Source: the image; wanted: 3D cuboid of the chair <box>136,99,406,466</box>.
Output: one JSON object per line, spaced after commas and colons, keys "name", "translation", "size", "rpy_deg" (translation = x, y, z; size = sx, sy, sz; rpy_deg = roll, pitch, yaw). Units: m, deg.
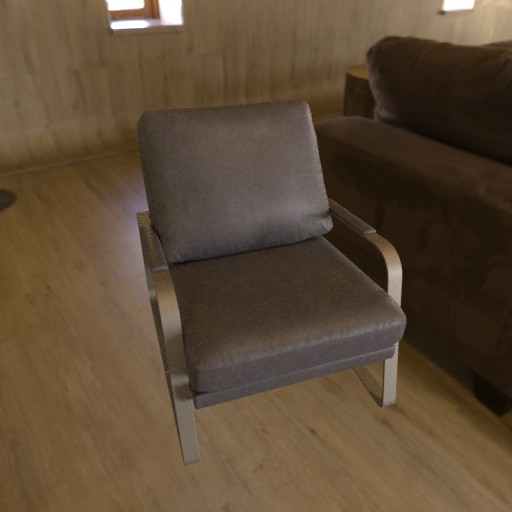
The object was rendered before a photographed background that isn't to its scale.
{"name": "chair", "translation": [0.000, 0.000, 1.456], "size": [0.692, 0.839, 0.878], "rpy_deg": [-10, 34, -15]}
